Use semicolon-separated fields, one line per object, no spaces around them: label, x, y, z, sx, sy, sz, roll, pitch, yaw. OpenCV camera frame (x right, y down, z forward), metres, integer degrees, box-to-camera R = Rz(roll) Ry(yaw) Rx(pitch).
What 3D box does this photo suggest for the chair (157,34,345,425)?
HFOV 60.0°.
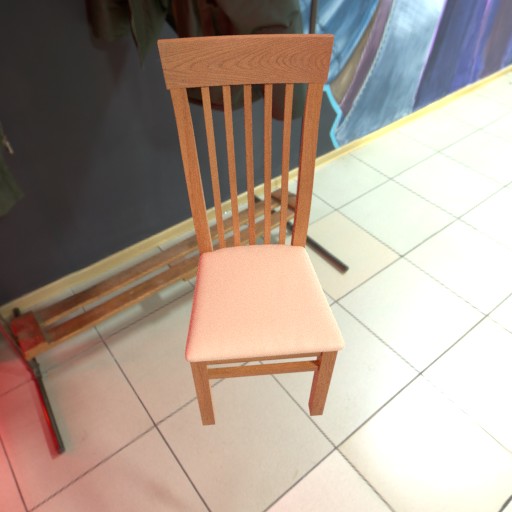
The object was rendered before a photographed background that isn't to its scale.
chair;0.000;0.000;1.321;0.450;1.050;0.580;-4;46;-4
